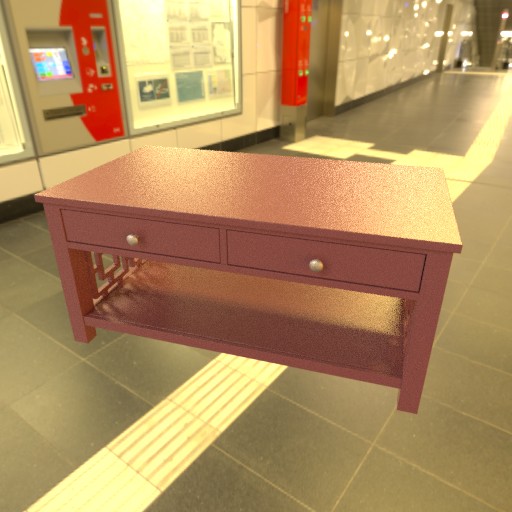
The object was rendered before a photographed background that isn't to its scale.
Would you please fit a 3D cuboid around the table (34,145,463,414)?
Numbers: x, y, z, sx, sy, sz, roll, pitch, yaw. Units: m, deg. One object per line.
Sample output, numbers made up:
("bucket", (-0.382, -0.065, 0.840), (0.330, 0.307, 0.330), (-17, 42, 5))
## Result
("table", (0.000, 0.000, 1.411), (1.068, 0.493, 0.612), (8, 28, 15))
